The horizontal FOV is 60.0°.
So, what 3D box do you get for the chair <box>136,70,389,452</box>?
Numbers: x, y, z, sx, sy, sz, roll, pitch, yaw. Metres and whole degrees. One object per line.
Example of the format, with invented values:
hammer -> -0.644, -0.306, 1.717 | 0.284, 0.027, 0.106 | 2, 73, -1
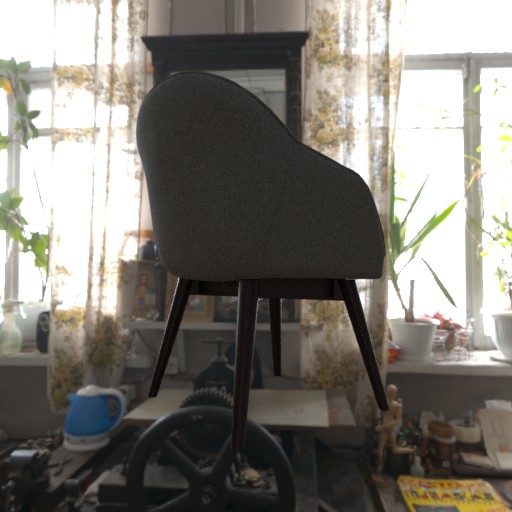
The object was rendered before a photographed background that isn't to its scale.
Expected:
chair -> 0.000, 0.000, 1.226 | 0.611, 0.810, 0.589 | 1, -2, -35
